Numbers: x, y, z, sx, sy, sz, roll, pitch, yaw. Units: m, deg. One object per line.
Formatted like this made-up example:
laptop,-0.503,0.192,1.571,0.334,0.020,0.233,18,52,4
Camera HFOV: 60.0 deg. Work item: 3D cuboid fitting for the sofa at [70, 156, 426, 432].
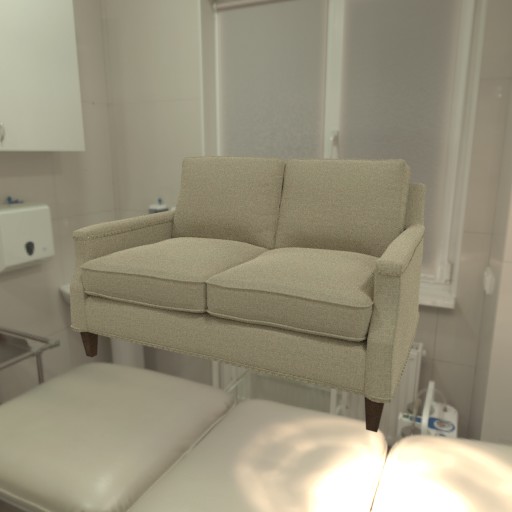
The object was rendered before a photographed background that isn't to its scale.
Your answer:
sofa,0.000,0.000,2.296,1.597,1.003,1.084,6,15,25
